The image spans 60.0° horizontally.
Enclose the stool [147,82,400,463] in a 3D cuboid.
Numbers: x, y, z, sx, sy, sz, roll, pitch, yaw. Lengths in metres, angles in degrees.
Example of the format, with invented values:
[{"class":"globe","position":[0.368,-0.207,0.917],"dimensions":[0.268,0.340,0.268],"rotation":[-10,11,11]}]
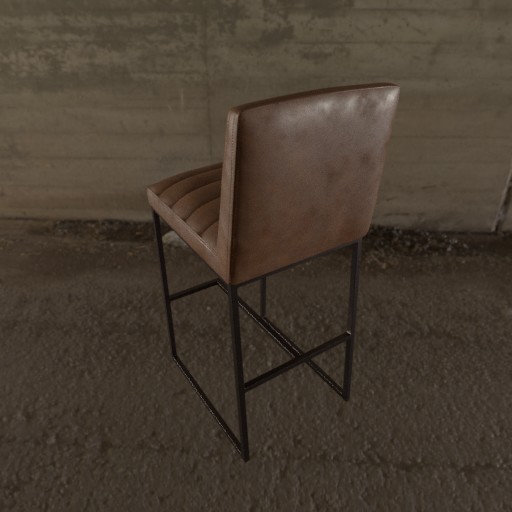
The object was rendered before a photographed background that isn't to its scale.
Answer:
[{"class":"stool","position":[0.000,0.000,1.371],"dimensions":[0.463,1.065,0.562],"rotation":[-19,37,-28]}]
